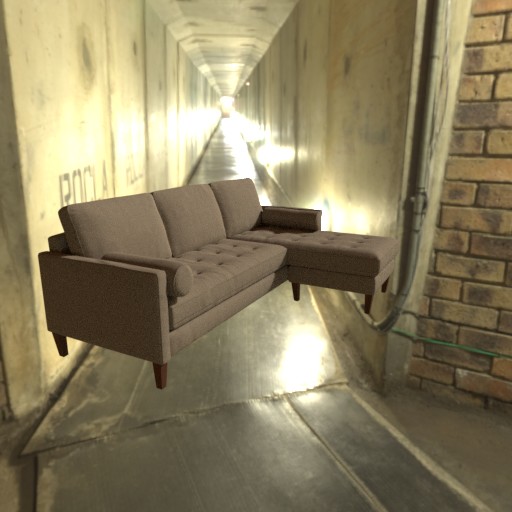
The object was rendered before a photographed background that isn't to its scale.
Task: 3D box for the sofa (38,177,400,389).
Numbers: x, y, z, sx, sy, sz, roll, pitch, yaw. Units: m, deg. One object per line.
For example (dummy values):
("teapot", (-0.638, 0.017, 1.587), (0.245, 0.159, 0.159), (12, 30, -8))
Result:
("sofa", (0.000, 0.000, 2.984), (1.506, 0.875, 2.178), (8, 17, 27))
